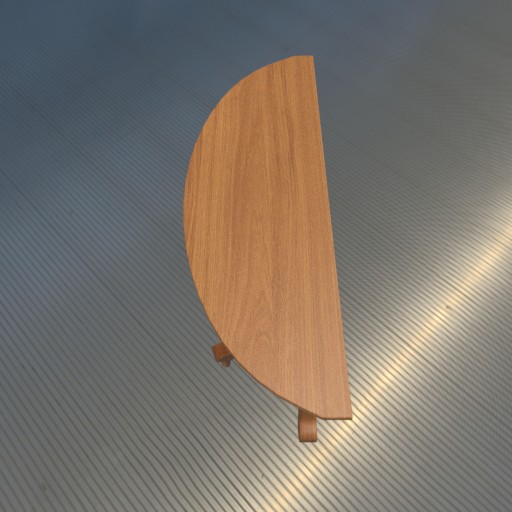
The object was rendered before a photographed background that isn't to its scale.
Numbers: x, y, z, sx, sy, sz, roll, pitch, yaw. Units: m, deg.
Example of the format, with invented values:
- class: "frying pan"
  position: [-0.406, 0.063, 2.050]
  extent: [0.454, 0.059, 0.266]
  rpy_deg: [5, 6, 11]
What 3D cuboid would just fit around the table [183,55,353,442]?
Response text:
- class: "table"
  position: [0.000, 0.000, 1.513]
  extent: [0.394, 0.692, 1.198]
  rpy_deg: [0, 59, 0]
